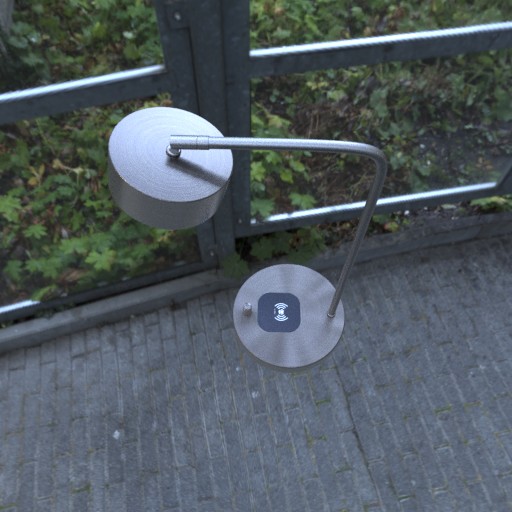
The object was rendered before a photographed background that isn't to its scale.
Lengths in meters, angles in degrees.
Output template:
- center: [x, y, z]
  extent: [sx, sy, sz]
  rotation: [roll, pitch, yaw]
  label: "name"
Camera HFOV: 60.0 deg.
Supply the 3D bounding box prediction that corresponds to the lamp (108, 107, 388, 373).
- center: [0.000, 0.000, 0.657]
  extent: [0.334, 0.469, 0.211]
  rotation: [1, 59, 1]
  label: "lamp"
